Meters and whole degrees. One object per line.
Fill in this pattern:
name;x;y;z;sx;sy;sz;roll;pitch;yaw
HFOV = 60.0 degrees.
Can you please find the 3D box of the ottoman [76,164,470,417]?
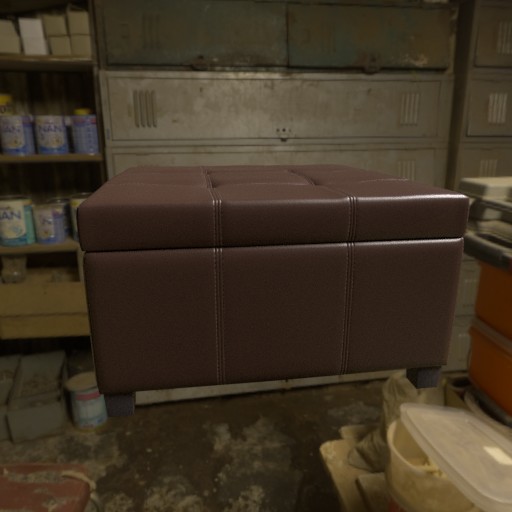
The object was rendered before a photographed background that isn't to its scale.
ottoman;0.000;0.000;1.271;0.788;0.460;0.787;-2;16;-8
